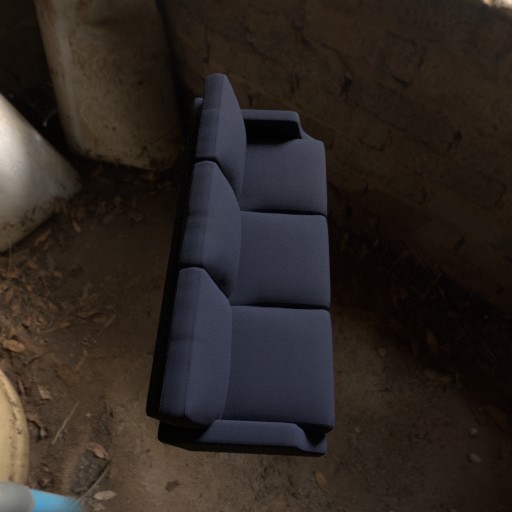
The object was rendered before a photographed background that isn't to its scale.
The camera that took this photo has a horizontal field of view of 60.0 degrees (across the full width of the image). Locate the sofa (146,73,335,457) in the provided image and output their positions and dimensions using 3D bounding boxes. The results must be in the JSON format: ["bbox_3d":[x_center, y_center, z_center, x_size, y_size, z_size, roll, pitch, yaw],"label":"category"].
[{"bbox_3d":[0.000,0.000,2.636,0.888,0.984,2.115,2,62,1],"label":"sofa"}]
